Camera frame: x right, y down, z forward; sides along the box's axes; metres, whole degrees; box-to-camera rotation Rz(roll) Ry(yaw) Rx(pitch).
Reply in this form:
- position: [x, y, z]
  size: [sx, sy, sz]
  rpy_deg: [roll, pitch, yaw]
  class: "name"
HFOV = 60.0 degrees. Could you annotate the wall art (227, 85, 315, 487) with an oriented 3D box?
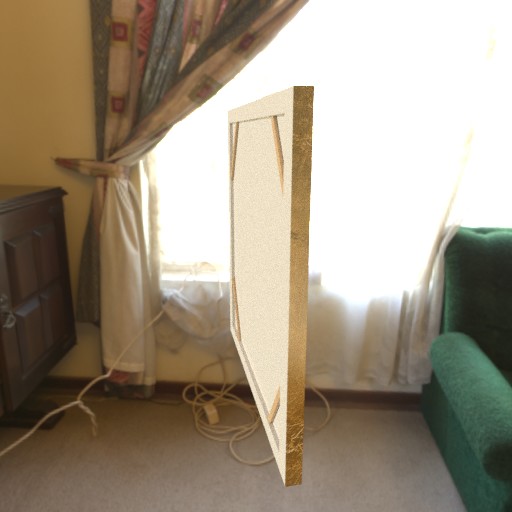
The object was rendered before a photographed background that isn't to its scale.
- position: [0.000, 0.000, 1.661]
  size: [0.051, 1.091, 1.092]
  rpy_deg: [-3, 16, -11]
  class: "wall art"
